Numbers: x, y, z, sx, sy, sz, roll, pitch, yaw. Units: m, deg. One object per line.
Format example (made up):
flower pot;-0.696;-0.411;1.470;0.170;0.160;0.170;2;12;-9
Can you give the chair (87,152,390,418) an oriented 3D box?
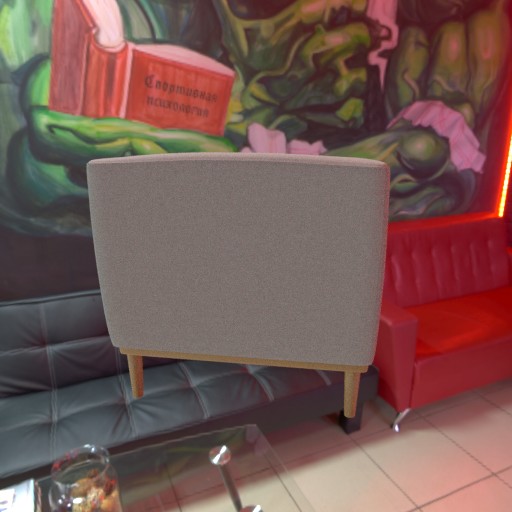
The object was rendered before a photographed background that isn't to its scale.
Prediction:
chair;0.000;0.000;1.684;0.946;0.818;0.951;2;17;8
